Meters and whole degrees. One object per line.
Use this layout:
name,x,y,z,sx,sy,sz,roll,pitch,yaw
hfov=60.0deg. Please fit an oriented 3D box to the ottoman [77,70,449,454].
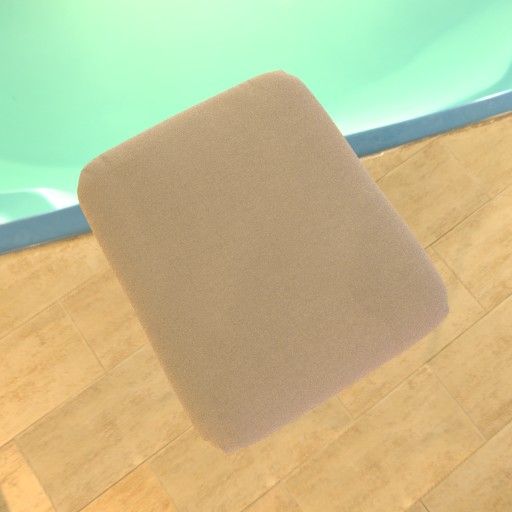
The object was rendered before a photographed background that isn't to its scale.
ottoman,0.000,0.000,1.130,0.622,0.450,0.746,-29,77,-7
